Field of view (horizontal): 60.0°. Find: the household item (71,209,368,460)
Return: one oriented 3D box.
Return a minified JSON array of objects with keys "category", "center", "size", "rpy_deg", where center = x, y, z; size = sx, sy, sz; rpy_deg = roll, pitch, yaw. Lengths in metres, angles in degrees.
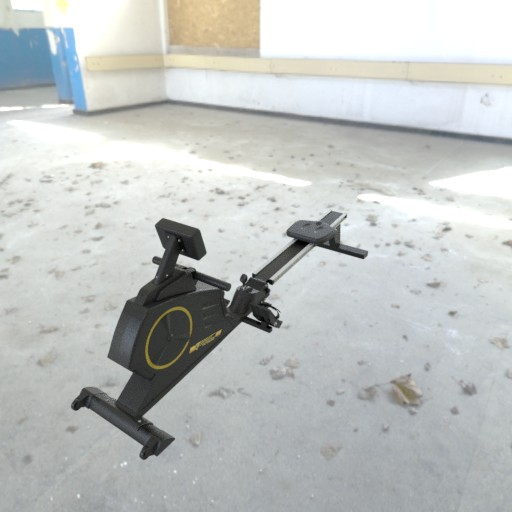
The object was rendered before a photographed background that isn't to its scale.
[{"category":"household item","center":[0.000,0.000,2.536],"size":[0.521,0.810,2.251],"rpy_deg":[18,32,31]}]
